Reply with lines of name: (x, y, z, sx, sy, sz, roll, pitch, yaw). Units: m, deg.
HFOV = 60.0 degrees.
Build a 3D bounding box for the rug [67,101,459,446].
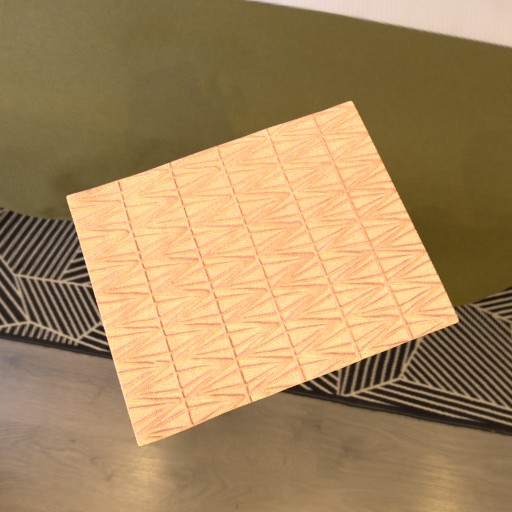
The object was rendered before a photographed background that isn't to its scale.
rug: (0.000, 0.000, 4.182, 3.052, 0.043, 2.453, -20, 76, -5)
